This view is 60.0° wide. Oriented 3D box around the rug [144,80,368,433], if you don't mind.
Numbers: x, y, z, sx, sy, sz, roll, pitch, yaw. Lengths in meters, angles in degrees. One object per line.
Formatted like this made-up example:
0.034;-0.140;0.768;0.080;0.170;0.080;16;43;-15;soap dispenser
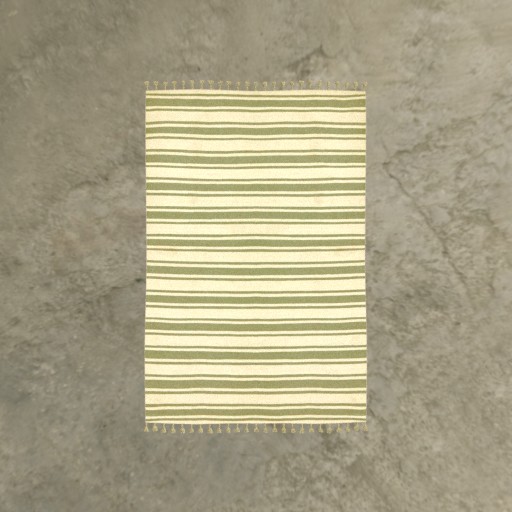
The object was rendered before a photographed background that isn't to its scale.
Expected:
0.000;0.000;3.054;1.540;0.018;2.435;0;89;0;rug
